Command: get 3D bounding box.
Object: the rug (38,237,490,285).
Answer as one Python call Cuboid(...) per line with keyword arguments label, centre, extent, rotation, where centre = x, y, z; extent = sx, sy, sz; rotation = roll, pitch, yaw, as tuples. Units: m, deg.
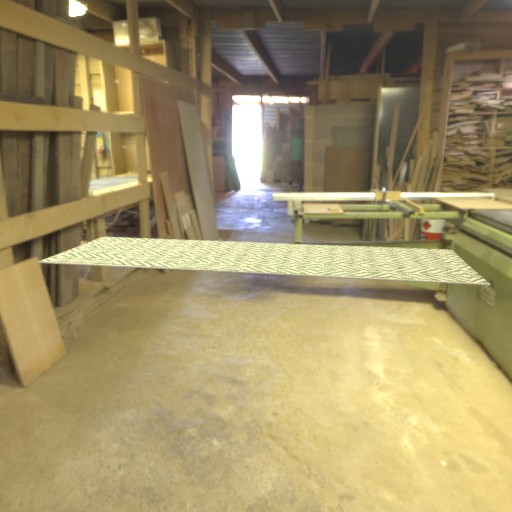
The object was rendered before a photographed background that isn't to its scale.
Cuboid(label="rug", centre=(0.000, 0.000, 2.707), extent=(2.435, 0.009, 0.750), rotation=(2, 14, 10))
